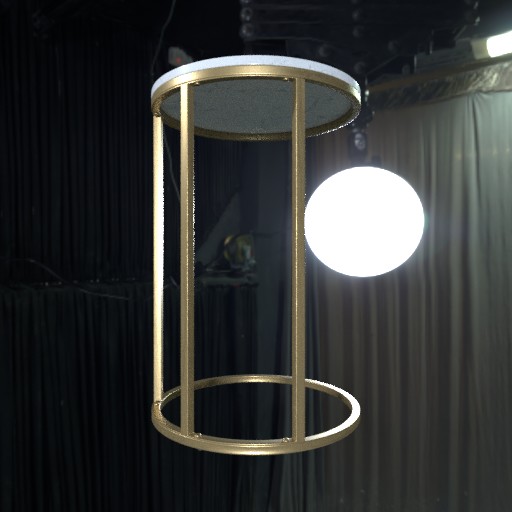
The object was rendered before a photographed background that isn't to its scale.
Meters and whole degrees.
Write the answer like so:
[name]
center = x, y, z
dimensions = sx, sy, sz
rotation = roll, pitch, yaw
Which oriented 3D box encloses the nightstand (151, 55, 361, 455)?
[nightstand]
center = 0.000, 0.000, 0.872
dimensions = 0.400, 0.610, 0.400
rotation = 0, 0, 35
